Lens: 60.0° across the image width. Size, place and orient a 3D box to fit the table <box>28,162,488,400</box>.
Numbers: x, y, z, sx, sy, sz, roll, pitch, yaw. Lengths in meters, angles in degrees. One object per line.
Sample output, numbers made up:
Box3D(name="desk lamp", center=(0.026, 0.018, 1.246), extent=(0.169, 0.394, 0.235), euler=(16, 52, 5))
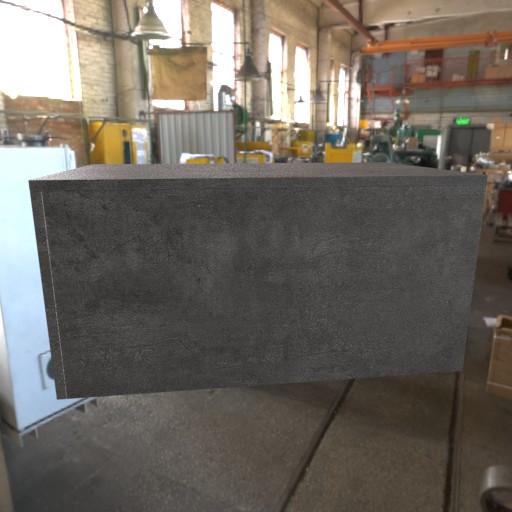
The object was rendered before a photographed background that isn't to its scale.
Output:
Box3D(name="table", center=(0.000, 0.000, 0.904), extent=(0.700, 0.350, 0.400), euler=(-2, 15, -7))
